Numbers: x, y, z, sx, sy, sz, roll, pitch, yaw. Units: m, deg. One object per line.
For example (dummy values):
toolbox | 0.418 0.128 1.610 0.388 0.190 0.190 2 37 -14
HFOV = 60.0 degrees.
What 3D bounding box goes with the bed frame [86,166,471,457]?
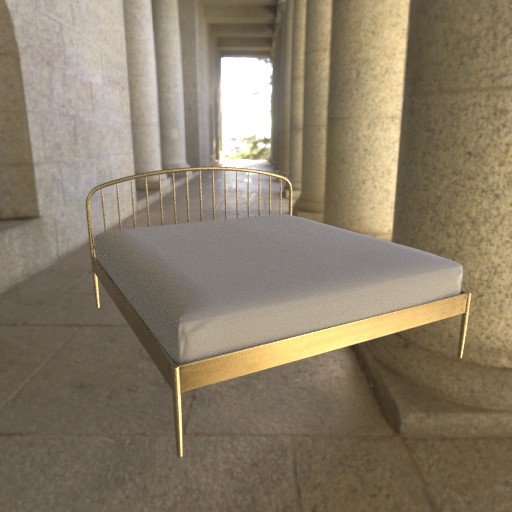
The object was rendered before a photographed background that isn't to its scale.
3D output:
bed frame | 0.000 0.000 3.280 2.016 1.174 2.152 -8 17 -28
